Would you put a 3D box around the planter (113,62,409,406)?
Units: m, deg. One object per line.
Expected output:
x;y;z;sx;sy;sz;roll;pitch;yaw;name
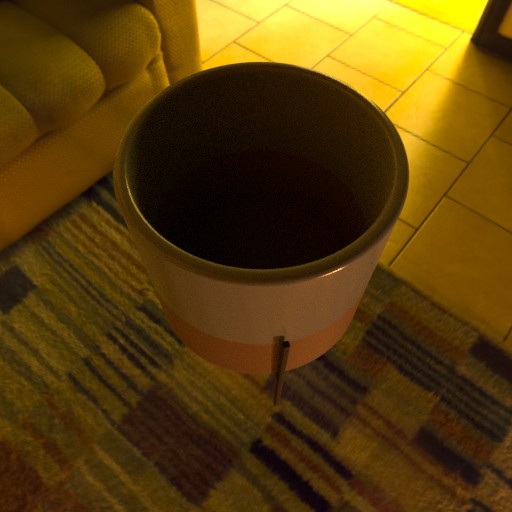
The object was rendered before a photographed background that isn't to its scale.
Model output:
0.000;0.000;0.723;0.360;0.480;0.348;17;61;10;planter
